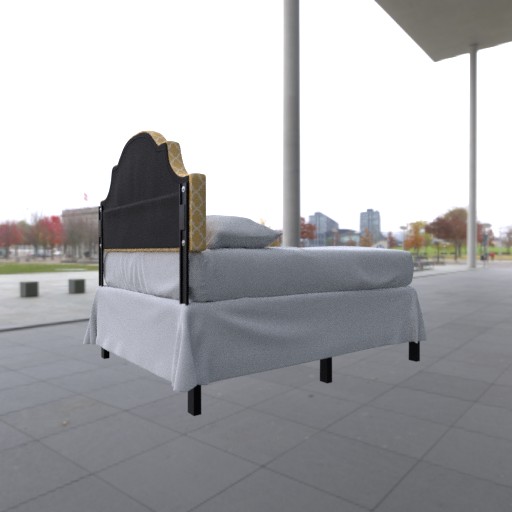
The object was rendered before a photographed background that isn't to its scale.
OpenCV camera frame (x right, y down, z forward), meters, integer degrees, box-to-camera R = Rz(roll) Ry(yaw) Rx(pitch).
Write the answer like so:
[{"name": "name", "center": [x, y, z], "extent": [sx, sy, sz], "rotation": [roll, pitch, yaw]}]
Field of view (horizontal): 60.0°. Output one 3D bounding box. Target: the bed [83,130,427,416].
[{"name": "bed", "center": [0.000, 0.000, 3.499], "extent": [2.222, 1.633, 1.780], "rotation": [0, 1, -36]}]
